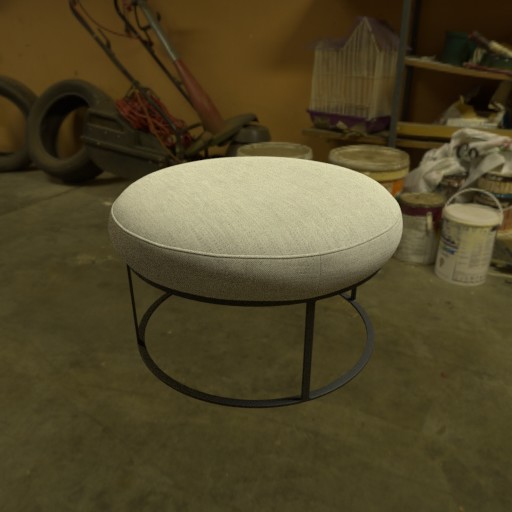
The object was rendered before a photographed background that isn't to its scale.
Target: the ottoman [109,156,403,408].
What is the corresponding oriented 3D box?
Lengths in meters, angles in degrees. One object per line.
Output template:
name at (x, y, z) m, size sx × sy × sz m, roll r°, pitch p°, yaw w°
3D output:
ottoman at (0.000, 0.000, 1.261) m, size 0.769 × 0.459 × 0.769 m, roll 0°, pitch 25°, yaw 0°
